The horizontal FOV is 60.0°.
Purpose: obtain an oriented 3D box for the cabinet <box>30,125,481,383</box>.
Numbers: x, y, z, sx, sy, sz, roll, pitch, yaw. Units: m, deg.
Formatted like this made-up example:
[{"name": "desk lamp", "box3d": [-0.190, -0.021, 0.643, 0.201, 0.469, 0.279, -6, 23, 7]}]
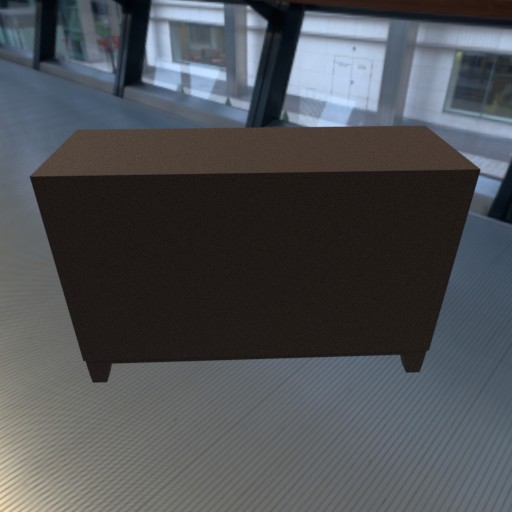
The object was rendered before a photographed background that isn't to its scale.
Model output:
[{"name": "cabinet", "box3d": [0.000, 0.000, 1.818, 1.396, 0.914, 0.482, -1, 32, -2]}]
